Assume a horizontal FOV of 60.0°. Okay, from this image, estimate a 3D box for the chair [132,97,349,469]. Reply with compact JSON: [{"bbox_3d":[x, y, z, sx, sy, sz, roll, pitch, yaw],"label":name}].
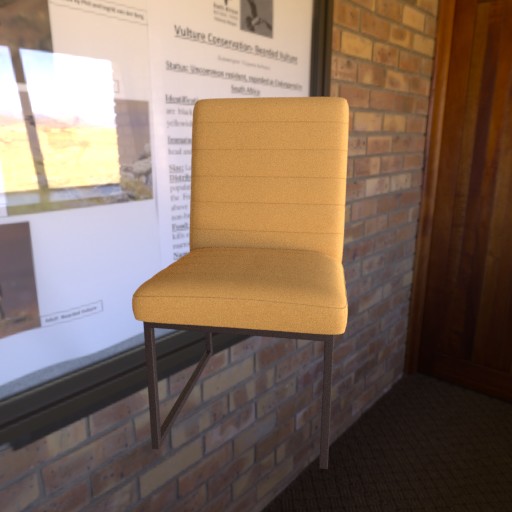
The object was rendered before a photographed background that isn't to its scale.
[{"bbox_3d":[0.000,0.000,1.312,0.520,0.930,0.634,2,15,9],"label":"chair"}]
